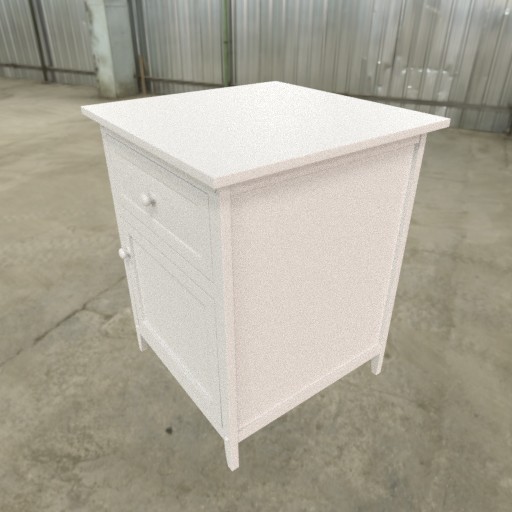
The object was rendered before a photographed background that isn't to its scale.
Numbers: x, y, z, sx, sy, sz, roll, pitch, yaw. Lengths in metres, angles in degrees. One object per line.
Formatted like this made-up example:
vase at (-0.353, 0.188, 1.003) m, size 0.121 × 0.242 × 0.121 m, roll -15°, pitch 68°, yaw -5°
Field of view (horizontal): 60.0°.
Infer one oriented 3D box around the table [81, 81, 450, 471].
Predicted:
table at (0.000, 0.000, 0.762) m, size 0.381 × 0.483 × 0.381 m, roll -21°, pitch 36°, yaw -31°
